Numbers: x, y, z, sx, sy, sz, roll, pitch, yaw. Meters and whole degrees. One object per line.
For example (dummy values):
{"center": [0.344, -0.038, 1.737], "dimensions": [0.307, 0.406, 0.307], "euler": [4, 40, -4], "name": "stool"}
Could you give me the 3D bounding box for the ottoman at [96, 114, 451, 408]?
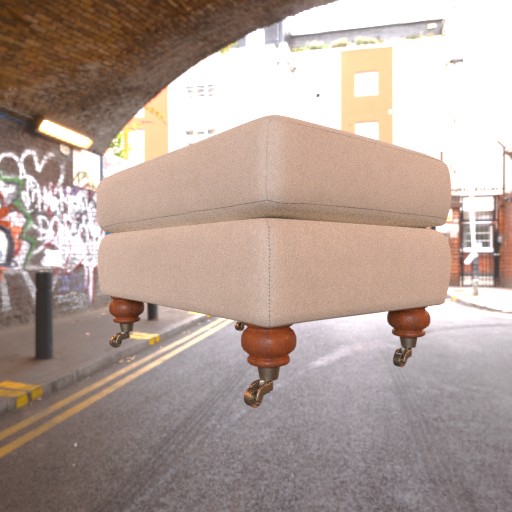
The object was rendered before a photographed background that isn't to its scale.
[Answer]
{"center": [0.000, 0.000, 1.121], "dimensions": [0.569, 0.499, 0.773], "euler": [0, 0, -39], "name": "ottoman"}
